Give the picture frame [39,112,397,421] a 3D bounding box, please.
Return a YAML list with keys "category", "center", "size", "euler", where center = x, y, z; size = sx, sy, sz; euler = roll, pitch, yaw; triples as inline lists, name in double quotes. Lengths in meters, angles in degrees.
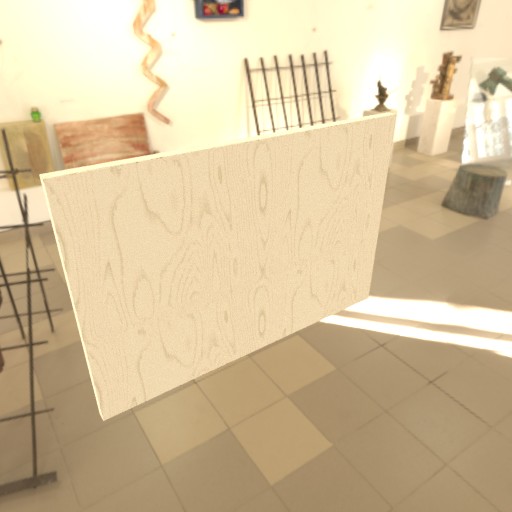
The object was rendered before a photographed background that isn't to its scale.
- category: "picture frame"
  center: [0.000, 0.000, 1.201]
  size: [0.950, 0.640, 0.029]
  euler: [-19, 35, -29]
